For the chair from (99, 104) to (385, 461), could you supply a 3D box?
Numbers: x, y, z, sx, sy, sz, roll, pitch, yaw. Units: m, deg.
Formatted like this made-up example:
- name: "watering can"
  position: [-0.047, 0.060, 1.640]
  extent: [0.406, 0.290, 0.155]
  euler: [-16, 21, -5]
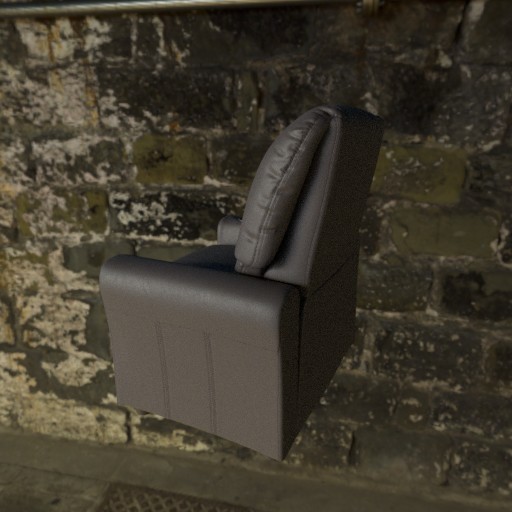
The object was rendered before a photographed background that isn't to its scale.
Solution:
- name: "chair"
  position: [0.000, 0.000, 1.111]
  extent: [0.521, 0.709, 0.610]
  euler: [8, 18, 25]
